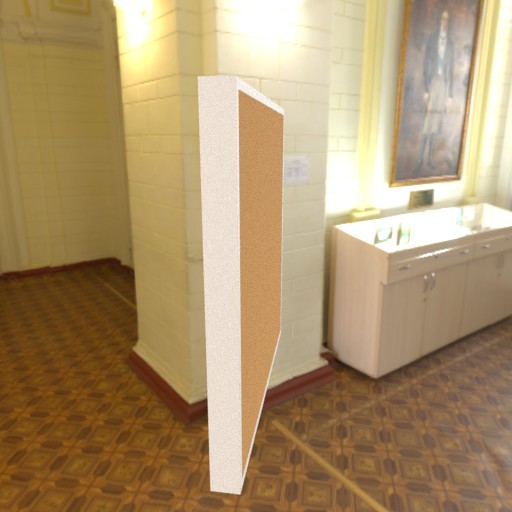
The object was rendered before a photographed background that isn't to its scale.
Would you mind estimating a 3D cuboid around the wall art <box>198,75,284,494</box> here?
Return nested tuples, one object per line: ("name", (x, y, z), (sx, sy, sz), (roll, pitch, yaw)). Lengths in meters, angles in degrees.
("wall art", (0.000, 0.000, 0.758), (0.040, 0.509, 0.509), (2, 15, 9))
